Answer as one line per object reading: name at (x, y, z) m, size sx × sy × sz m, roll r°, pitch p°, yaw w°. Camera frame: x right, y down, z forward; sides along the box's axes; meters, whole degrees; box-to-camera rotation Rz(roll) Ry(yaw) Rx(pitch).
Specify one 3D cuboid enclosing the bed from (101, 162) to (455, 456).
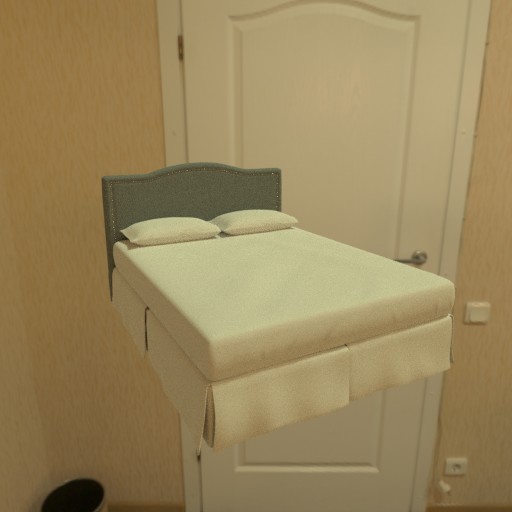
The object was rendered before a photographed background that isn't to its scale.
bed at (0.000, 0.000, 3.901) m, size 2.161 × 1.457 × 2.689 m, roll -9°, pitch 18°, yaw -27°
